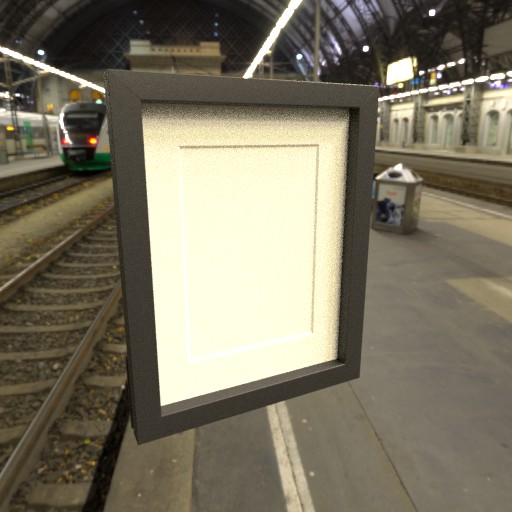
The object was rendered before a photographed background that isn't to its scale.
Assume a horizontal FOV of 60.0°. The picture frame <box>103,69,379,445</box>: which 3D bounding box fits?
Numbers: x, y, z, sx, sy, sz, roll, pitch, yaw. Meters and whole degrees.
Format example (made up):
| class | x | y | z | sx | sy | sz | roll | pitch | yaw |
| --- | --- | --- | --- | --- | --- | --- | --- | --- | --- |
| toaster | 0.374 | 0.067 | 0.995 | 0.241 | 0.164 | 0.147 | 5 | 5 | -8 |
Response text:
| class | x | y | z | sx | sy | sz | roll | pitch | yaw |
| --- | --- | --- | --- | --- | --- | --- | --- | --- | --- |
| picture frame | 0.000 | 0.000 | 0.516 | 0.307 | 0.383 | 0.036 | -8 | 17 | -26 |
